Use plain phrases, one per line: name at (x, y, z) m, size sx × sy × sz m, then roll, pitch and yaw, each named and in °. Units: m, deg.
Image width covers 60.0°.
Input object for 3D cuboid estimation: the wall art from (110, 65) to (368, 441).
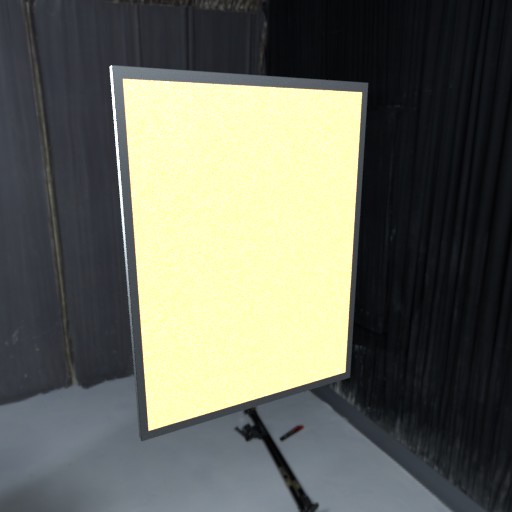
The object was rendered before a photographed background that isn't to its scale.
wall art at (0.000, 0.000, 1.354) m, size 0.774 × 1.027 × 0.030 m, roll -8°, pitch 17°, yaw -27°
